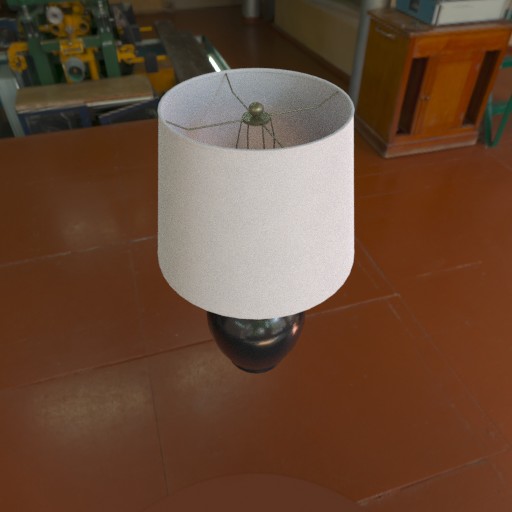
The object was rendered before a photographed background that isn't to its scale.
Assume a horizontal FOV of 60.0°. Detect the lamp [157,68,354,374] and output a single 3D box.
[{"bbox_3d":[0.000,0.000,0.562,0.239,0.399,0.239,0,42,0],"label":"lamp"}]
